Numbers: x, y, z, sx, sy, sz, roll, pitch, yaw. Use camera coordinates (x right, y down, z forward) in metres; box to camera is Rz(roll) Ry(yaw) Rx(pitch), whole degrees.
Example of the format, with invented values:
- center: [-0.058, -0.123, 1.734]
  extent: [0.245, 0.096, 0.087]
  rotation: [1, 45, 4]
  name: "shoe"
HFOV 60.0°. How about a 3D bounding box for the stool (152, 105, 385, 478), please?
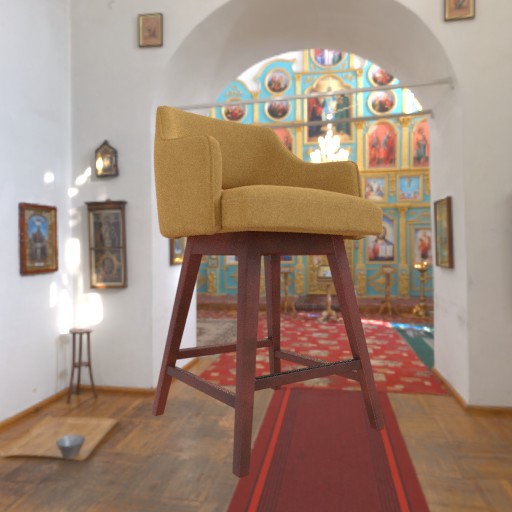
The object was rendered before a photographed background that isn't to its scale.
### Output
- center: [0.000, 0.000, 1.270]
  extent: [0.548, 0.924, 0.558]
  rotation: [0, -1, -35]
  name: "stool"
